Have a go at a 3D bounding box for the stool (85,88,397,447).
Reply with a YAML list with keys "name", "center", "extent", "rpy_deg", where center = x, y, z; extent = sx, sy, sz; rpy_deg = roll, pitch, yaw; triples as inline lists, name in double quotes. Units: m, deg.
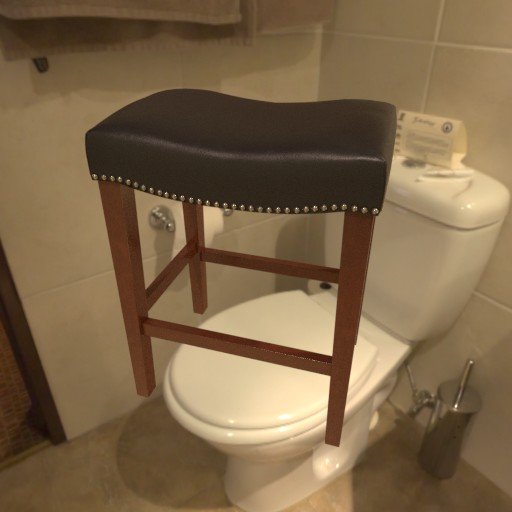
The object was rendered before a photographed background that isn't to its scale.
- name: "stool"
  center: [0.000, 0.000, 0.975]
  extent: [0.504, 0.654, 0.372]
  rpy_deg: [9, 32, 15]
